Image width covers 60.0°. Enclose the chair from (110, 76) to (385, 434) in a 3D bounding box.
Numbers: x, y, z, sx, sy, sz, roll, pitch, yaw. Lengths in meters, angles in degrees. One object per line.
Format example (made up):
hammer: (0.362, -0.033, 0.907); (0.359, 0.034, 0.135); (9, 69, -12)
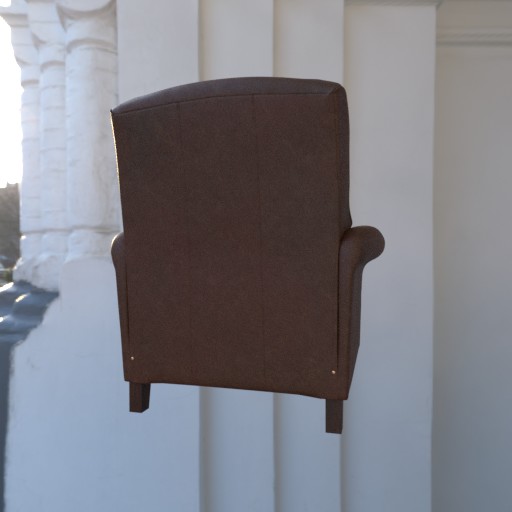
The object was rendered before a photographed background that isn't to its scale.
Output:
chair: (0.000, 0.000, 1.731); (0.978, 1.061, 0.902); (0, 0, 16)
